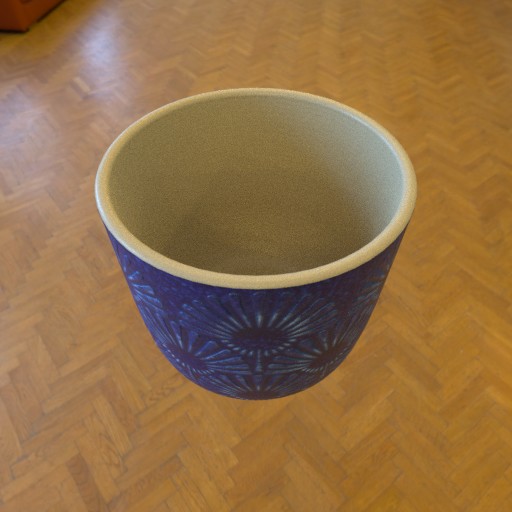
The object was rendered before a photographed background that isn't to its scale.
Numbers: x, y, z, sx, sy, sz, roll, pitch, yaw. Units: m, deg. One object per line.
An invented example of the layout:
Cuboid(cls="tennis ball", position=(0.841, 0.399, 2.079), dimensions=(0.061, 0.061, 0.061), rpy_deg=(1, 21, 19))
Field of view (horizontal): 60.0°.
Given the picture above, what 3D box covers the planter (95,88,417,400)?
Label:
Cuboid(cls="planter", position=(0.000, 0.000, 0.214), dimensions=(0.124, 0.109, 0.124), rpy_deg=(0, 48, 0))
